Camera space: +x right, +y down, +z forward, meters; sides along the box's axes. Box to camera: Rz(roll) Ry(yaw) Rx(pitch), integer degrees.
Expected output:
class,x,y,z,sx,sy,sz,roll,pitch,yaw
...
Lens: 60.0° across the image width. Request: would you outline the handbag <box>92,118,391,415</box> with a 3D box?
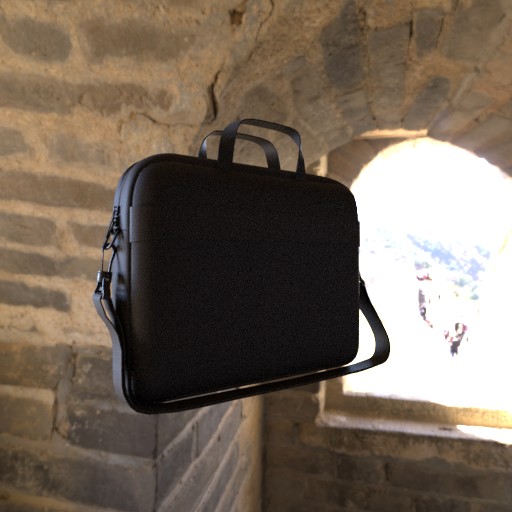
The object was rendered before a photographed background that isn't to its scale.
class,x,y,z,sx,sy,sz,roll,pitch,yaw
handbag,0.000,0.000,0.597,0.429,0.330,0.126,0,-1,-36
